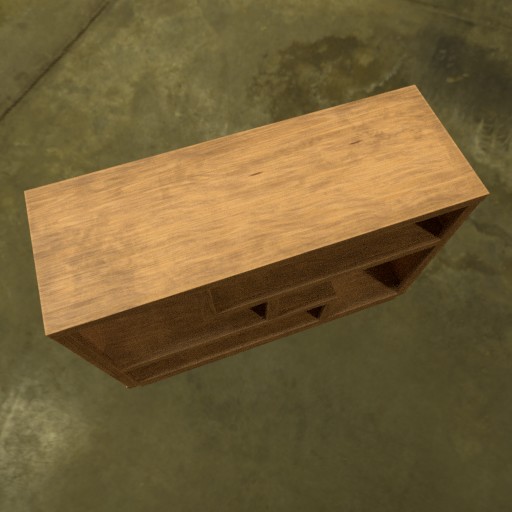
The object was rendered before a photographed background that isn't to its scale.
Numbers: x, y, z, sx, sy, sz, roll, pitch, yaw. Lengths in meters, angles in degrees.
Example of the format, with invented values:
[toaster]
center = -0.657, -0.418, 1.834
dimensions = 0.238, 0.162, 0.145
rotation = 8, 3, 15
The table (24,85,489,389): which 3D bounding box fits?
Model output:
[table]
center = 0.000, 0.000, 1.507
dimensions = 1.151, 0.771, 0.410
rotation = -18, 66, -8
